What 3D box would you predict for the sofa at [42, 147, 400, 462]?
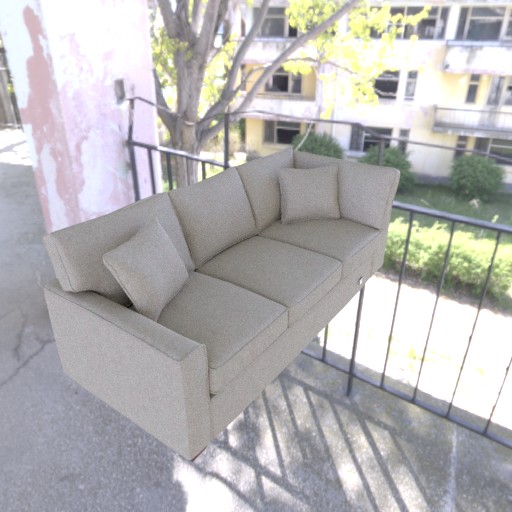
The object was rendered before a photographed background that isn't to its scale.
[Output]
[{"bbox_3d":[0.000,0.000,2.882,1.061,0.962,2.317,18,32,31],"label":"sofa"}]
